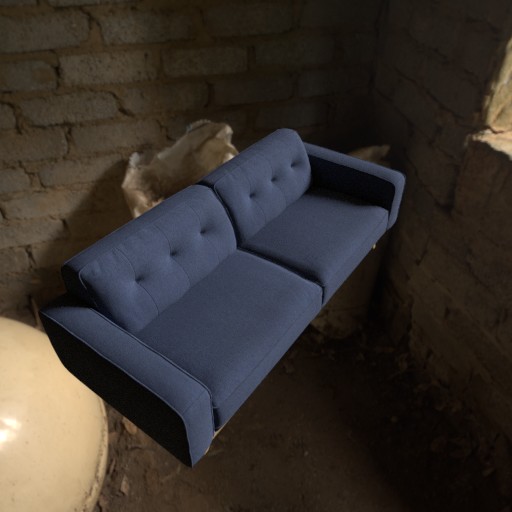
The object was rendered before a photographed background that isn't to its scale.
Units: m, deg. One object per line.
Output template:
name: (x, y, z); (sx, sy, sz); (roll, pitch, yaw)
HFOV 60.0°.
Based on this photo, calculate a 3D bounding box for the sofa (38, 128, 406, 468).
sofa: (0.000, 0.000, 2.665); (0.953, 0.782, 2.270); (25, 46, 27)
